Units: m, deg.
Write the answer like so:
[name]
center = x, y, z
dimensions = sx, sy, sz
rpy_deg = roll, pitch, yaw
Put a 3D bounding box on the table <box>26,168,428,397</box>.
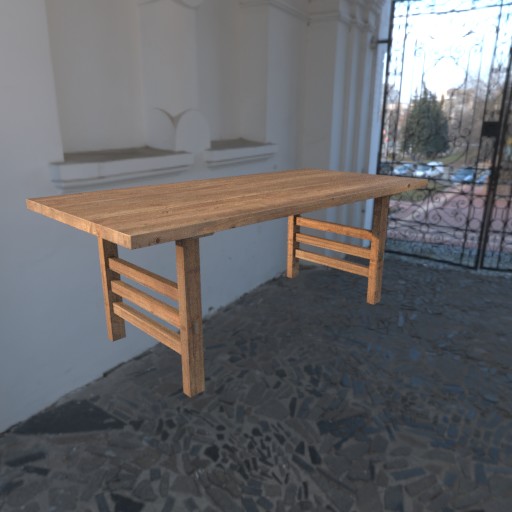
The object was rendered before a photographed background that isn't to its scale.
[table]
center = 0.000, 0.000, 2.472
dimensions = 2.003, 0.760, 0.952
rpy_deg = -16, 23, -42
